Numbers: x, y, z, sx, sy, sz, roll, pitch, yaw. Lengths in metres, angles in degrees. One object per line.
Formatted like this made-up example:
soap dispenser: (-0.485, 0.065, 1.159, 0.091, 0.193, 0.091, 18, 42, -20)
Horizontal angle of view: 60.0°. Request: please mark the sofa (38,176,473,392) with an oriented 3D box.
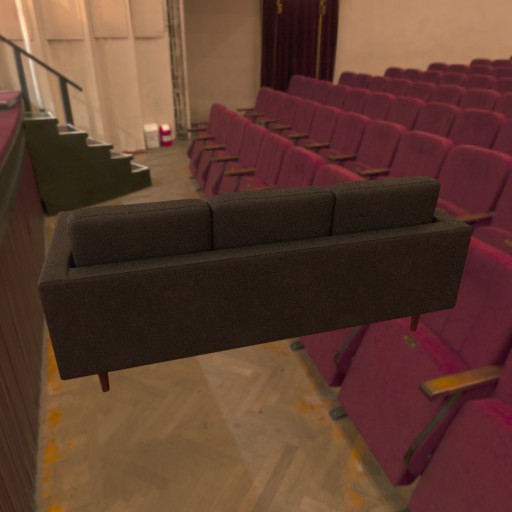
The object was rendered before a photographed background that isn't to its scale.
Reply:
sofa: (0.000, 0.000, 2.445, 2.029, 0.899, 0.879, -7, 27, -15)
